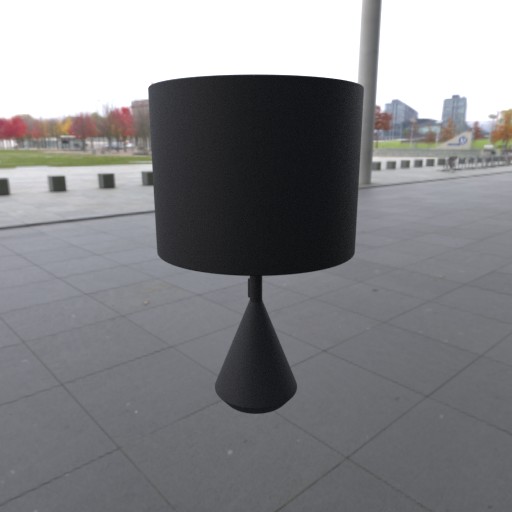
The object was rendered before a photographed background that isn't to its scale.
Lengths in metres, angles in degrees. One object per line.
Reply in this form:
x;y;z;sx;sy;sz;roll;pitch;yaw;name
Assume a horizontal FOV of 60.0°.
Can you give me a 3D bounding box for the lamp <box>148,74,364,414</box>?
0.000;0.000;0.828;0.359;0.584;0.359;-7;16;-26;lamp
